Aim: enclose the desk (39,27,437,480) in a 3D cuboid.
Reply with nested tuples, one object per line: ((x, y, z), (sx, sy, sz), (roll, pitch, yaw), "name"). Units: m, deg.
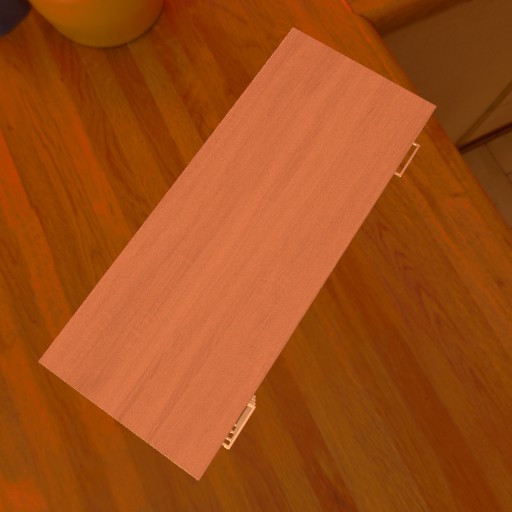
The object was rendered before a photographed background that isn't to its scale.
((0.000, 0.000, 1.747), (0.600, 0.740, 1.390), (33, 78, 8), "desk")
